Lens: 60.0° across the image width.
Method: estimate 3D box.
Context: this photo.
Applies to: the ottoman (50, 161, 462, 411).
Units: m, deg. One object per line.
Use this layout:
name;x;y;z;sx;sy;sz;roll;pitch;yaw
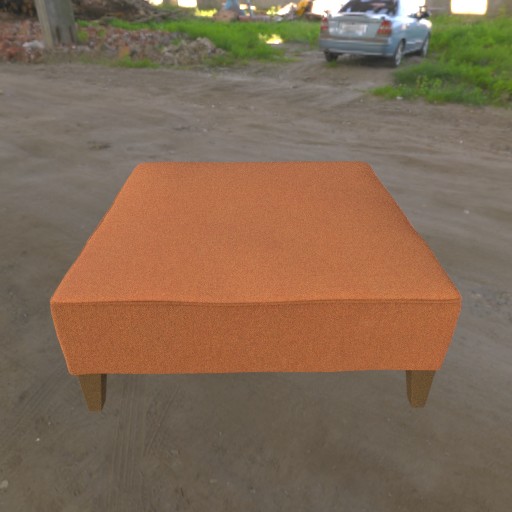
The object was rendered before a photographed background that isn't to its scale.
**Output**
ottoman;0.000;0.000;1.541;0.999;0.438;0.997;0;31;-1
